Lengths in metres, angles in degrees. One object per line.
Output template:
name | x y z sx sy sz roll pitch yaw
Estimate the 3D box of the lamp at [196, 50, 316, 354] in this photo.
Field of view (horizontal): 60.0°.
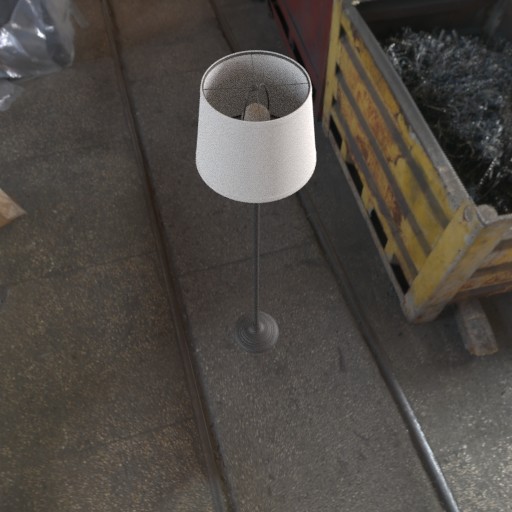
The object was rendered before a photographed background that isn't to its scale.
lamp | 0.000 0.000 1.655 0.327 1.506 0.327 35 65 19
